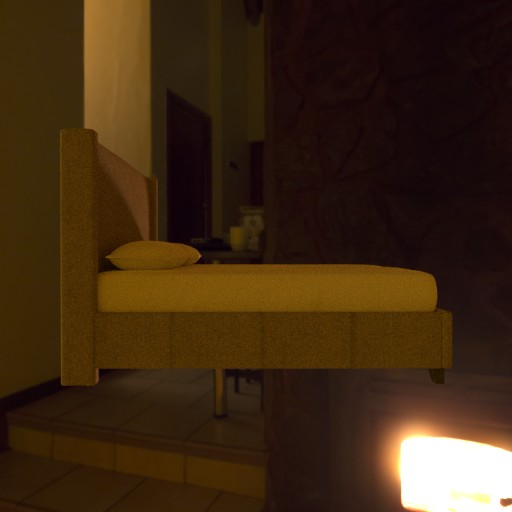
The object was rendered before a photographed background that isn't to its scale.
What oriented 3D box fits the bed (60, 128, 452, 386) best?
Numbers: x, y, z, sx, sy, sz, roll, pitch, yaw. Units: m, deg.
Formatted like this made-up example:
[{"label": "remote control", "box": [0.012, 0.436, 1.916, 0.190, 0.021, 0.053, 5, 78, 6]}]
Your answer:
[{"label": "bed", "box": [0.000, 0.000, 3.377, 2.245, 1.481, 1.714, 0, 0, -1]}]
